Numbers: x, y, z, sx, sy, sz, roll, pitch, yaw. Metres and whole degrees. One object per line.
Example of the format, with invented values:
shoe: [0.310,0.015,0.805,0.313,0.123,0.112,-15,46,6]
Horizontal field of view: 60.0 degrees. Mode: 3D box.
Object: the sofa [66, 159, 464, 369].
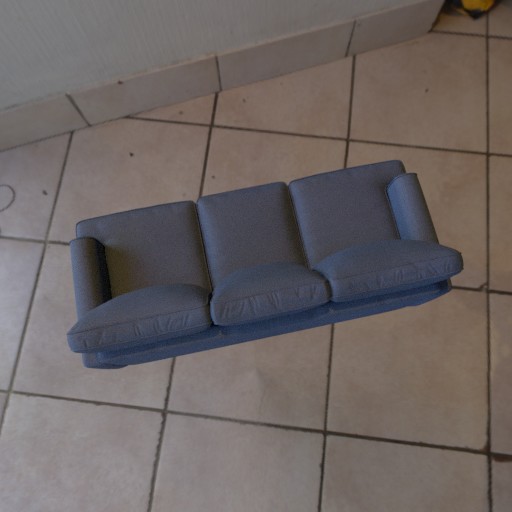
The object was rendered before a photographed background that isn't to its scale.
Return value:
sofa: [0.000,0.000,2.709,2.158,0.965,0.951,-11,76,-3]
